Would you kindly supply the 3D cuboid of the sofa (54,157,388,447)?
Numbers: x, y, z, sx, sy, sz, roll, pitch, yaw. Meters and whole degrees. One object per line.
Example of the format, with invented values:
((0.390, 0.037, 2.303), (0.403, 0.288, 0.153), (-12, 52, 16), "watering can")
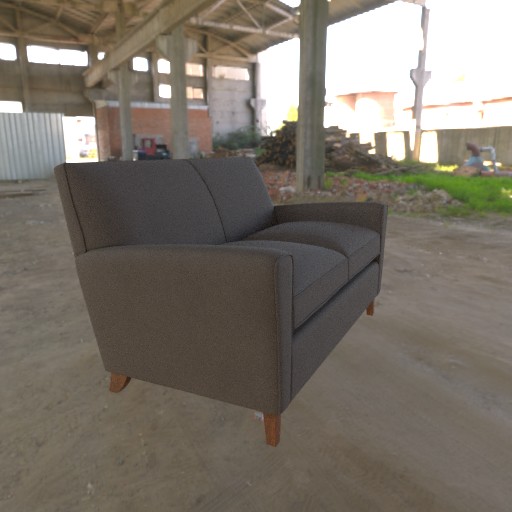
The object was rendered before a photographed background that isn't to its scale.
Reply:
((0.000, 0.000, 1.996), (0.871, 0.846, 1.420), (7, 15, 27), "sofa")
